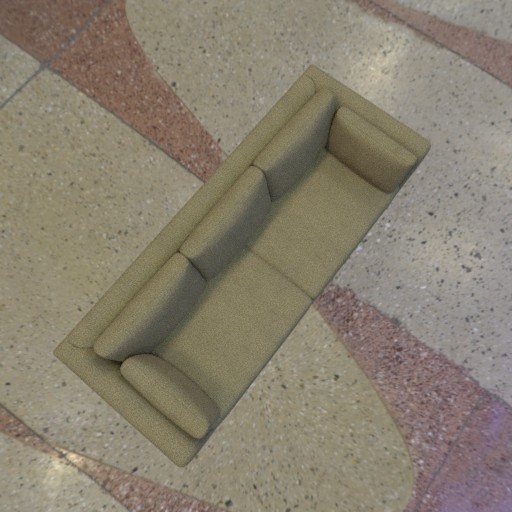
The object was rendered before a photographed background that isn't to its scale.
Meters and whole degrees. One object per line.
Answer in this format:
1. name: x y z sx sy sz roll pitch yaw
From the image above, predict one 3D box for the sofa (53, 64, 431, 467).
1. sofa: 0.000 0.000 2.917 0.969 0.867 2.415 38 78 10
